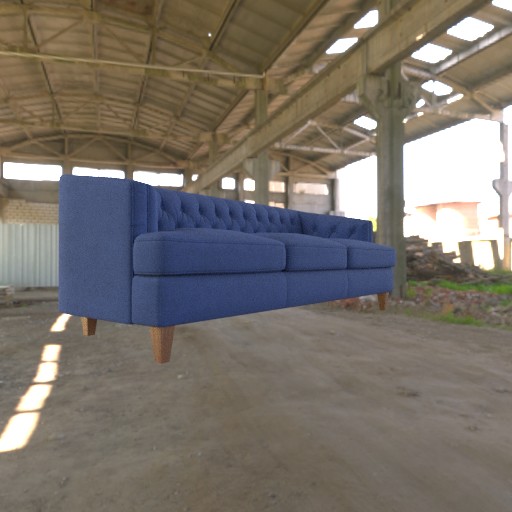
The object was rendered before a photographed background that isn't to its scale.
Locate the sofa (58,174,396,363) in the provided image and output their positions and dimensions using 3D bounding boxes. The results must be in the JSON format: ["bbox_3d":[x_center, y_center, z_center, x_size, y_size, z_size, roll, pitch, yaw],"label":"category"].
[{"bbox_3d":[0.000,0.000,2.669,0.914,0.787,2.235,0,-1,38],"label":"sofa"}]
